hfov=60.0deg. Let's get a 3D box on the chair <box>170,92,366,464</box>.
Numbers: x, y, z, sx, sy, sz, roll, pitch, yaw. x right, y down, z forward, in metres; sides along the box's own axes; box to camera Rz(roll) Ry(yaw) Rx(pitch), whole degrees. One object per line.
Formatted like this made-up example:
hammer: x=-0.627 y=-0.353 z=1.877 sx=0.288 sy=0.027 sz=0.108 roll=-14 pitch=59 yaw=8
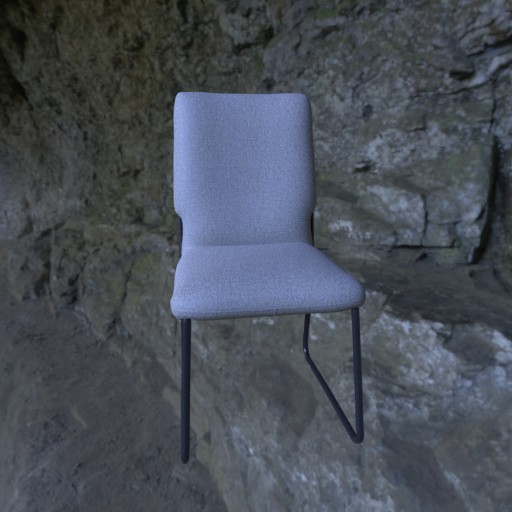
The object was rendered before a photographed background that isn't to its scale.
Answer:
chair: x=0.000 y=0.000 z=1.191 sx=0.448 sy=0.864 sz=0.560 roll=-3 pitch=16 yaw=-9
